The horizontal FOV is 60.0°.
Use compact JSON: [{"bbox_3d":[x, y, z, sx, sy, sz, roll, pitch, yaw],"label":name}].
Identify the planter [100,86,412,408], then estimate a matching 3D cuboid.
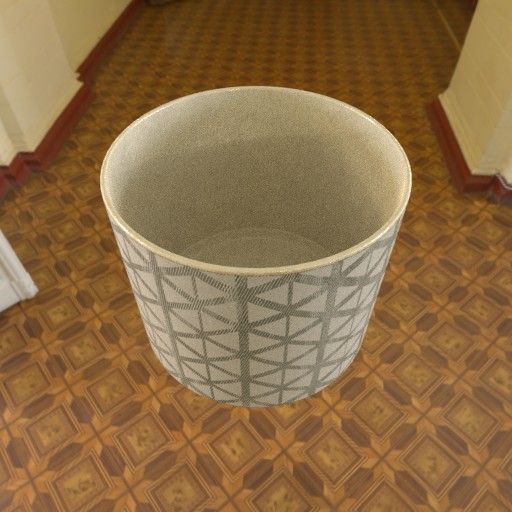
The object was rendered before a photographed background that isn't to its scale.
[{"bbox_3d":[0.000,0.000,0.452,0.250,0.239,0.250,0,47,0],"label":"planter"}]
